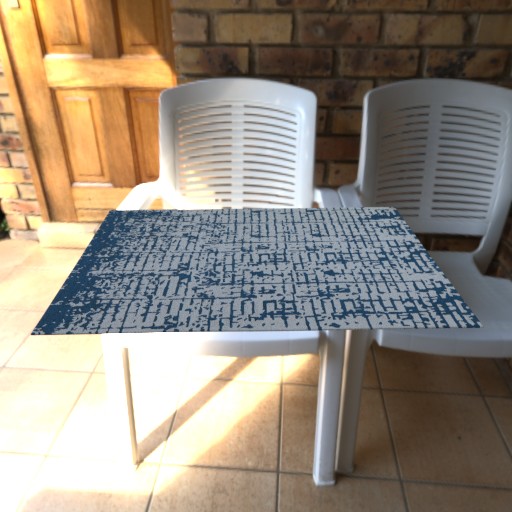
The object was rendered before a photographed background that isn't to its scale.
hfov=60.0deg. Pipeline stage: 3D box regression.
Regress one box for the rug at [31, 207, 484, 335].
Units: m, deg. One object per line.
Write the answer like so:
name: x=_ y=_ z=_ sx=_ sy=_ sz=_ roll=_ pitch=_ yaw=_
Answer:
rug: x=0.000 y=0.000 z=2.313 sx=1.828 sy=0.007 sz=1.220 roll=-1 pitch=30 yaw=-1
